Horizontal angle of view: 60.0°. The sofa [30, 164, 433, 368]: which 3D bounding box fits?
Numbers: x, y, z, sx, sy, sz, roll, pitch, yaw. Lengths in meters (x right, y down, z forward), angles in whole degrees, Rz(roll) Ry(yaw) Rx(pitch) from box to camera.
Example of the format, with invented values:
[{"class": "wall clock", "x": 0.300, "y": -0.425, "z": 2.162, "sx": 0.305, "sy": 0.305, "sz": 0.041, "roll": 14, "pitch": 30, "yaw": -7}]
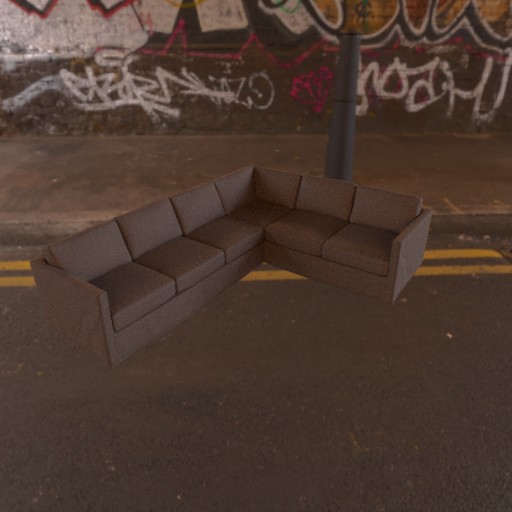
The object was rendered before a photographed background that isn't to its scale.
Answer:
[{"class": "sofa", "x": 0.000, "y": 0.000, "z": 4.343, "sx": 2.432, "sy": 0.871, "sz": 3.182, "roll": 18, "pitch": 33, "yaw": 31}]
